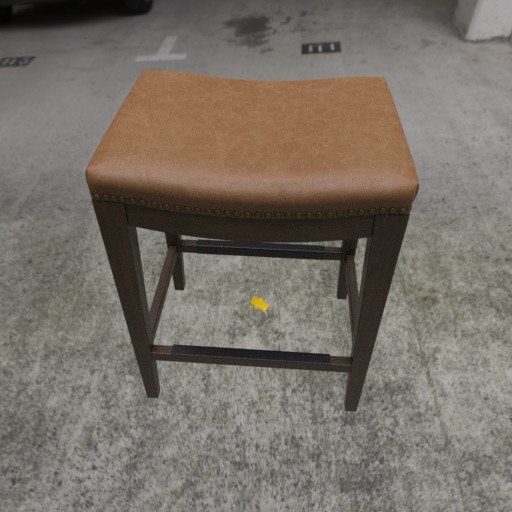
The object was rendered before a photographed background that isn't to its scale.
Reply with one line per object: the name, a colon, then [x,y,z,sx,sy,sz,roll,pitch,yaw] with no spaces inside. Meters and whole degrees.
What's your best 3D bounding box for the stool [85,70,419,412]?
stool: [0.000,0.000,0.948,0.500,0.660,0.361,3,46,3]
